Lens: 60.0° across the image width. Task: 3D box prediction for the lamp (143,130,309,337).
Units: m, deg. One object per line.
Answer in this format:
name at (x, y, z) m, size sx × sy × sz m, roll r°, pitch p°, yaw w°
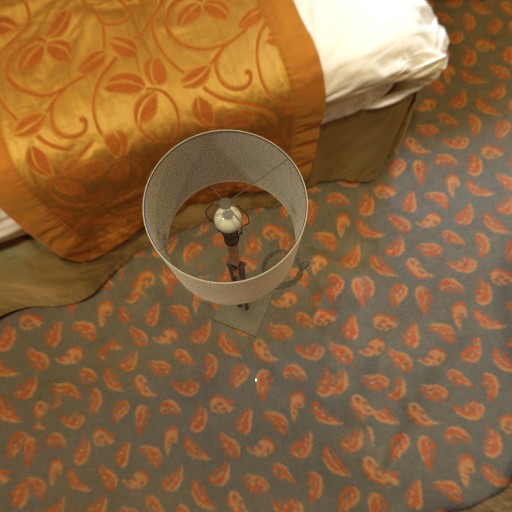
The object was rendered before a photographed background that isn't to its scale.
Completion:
lamp at (0.000, 0.000, 1.907) m, size 0.474 × 1.650 × 0.639 m, roll 21°, pitch 75°, yaw 6°
